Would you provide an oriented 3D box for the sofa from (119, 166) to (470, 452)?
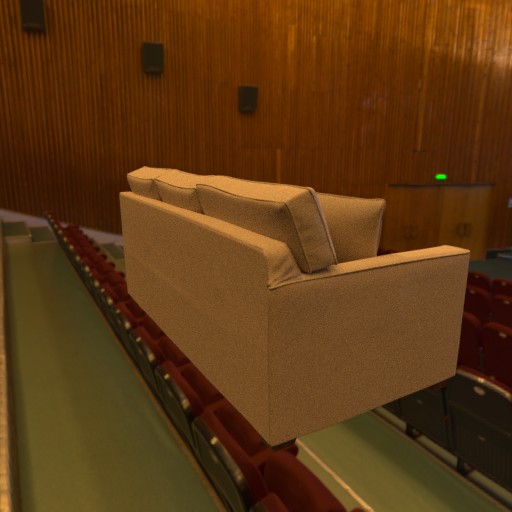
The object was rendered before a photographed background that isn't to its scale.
[{"bbox_3d":[0.000,0.000,2.490,1.034,0.946,1.962,-8,16,-29],"label":"sofa"}]
